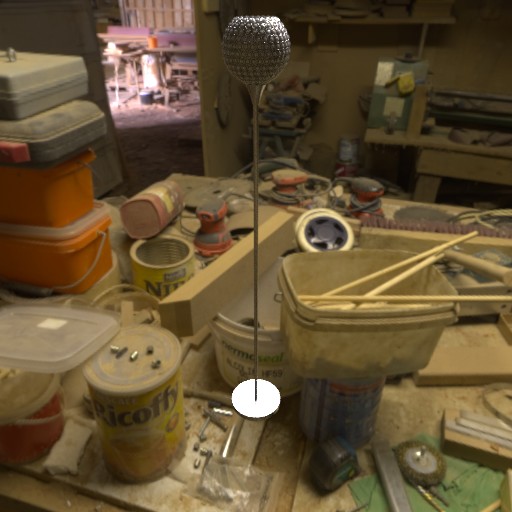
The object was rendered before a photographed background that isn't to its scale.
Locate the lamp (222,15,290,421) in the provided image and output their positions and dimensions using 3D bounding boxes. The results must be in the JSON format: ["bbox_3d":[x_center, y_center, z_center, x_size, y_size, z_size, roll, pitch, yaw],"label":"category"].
[{"bbox_3d":[0.000,0.000,1.897,0.254,1.805,0.254,0,31,0],"label":"lamp"}]
